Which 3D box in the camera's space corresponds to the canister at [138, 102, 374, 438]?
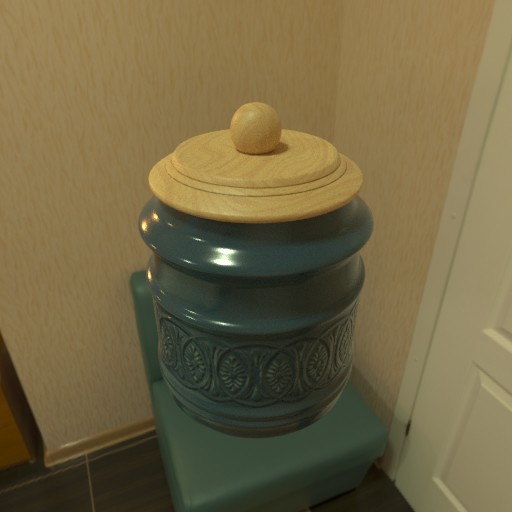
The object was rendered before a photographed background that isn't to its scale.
[{"bbox_3d":[0.000,0.000,0.265,0.130,0.176,0.130,0,31,0],"label":"canister"}]
